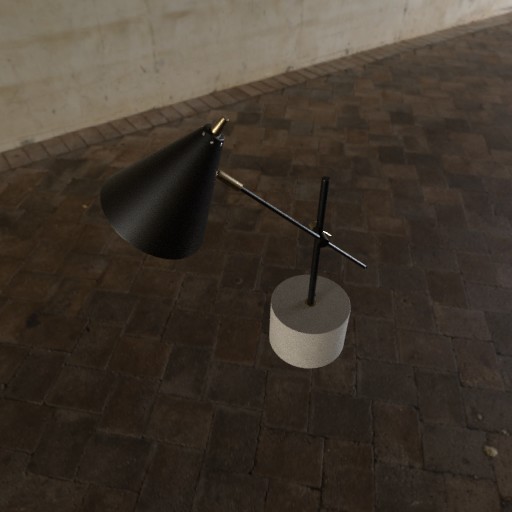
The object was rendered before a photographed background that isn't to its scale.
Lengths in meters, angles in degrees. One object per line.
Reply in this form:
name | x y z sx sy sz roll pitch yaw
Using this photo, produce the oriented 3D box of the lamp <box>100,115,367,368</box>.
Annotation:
lamp | 0.000 0.000 0.711 0.403 0.518 0.214 -2 42 -3
